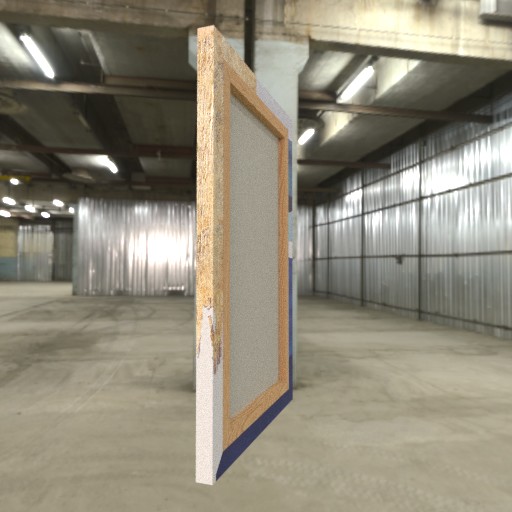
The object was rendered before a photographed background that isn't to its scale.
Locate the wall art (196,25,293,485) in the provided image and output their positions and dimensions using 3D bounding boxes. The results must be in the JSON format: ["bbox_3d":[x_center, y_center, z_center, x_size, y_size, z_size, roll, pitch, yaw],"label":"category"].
[{"bbox_3d":[0.000,0.000,1.169,0.039,0.911,0.607,-1,-2,19],"label":"wall art"}]
